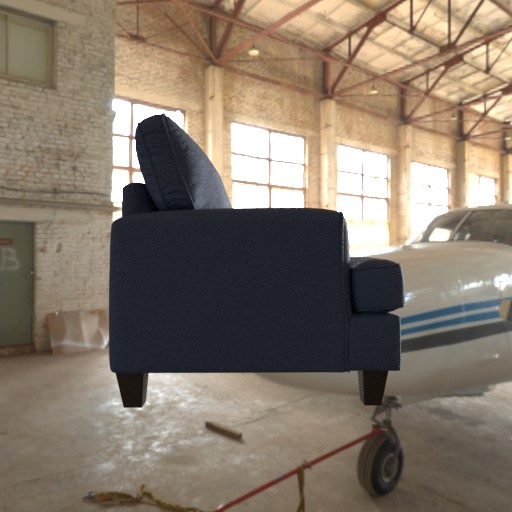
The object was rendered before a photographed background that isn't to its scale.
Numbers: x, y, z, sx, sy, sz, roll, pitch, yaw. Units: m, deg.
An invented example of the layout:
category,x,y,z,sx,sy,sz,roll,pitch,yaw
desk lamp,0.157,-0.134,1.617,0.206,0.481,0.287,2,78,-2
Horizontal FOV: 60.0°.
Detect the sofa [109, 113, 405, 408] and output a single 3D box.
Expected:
category,x,y,z,sx,sy,sz,roll,pitch,yaw
sofa,0.000,0.000,2.191,0.965,0.965,1.651,0,0,-1
